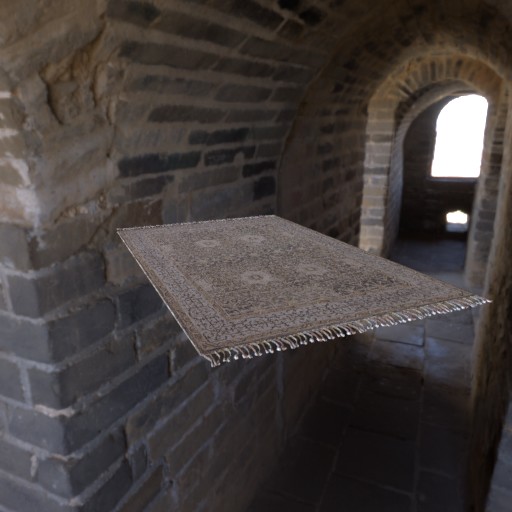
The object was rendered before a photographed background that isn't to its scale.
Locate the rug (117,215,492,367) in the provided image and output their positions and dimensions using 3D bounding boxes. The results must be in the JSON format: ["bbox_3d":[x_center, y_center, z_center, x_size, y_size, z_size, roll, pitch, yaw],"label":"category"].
[{"bbox_3d":[0.000,0.000,2.460,1.237,0.010,2.029,-7,18,-23],"label":"rug"}]
